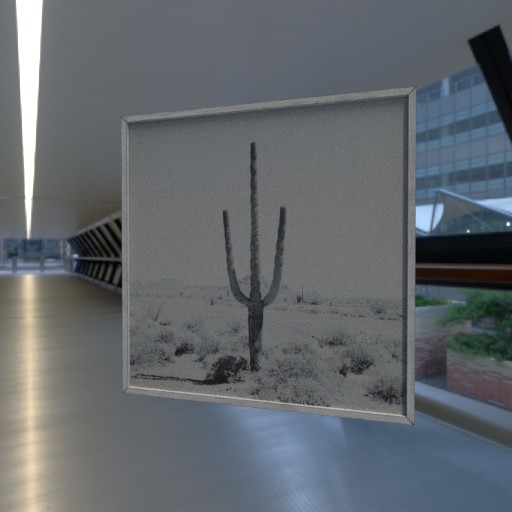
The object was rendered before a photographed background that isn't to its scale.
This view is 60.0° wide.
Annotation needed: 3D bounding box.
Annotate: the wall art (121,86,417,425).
[{"bbox_3d":[0.000,0.000,1.127,0.762,0.762,0.038,0,1,17],"label":"wall art"}]
